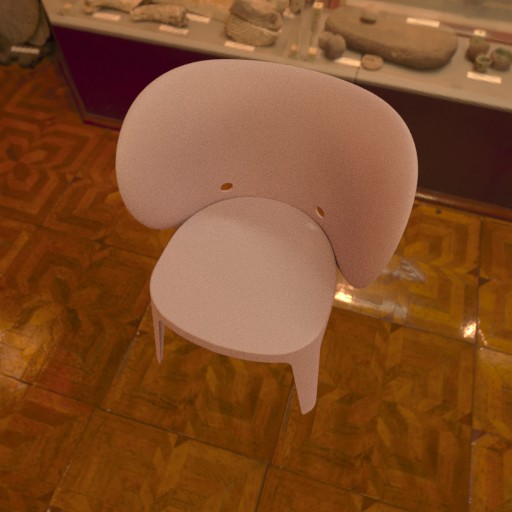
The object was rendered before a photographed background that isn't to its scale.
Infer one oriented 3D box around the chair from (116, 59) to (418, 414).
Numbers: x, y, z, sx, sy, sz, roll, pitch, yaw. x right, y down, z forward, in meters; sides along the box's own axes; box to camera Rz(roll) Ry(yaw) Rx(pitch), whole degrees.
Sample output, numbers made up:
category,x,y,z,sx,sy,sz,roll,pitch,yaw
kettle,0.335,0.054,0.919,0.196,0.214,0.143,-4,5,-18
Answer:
category,x,y,z,sx,sy,sz,roll,pitch,yaw
chair,0.000,0.000,0.841,0.451,0.554,0.402,16,59,10
